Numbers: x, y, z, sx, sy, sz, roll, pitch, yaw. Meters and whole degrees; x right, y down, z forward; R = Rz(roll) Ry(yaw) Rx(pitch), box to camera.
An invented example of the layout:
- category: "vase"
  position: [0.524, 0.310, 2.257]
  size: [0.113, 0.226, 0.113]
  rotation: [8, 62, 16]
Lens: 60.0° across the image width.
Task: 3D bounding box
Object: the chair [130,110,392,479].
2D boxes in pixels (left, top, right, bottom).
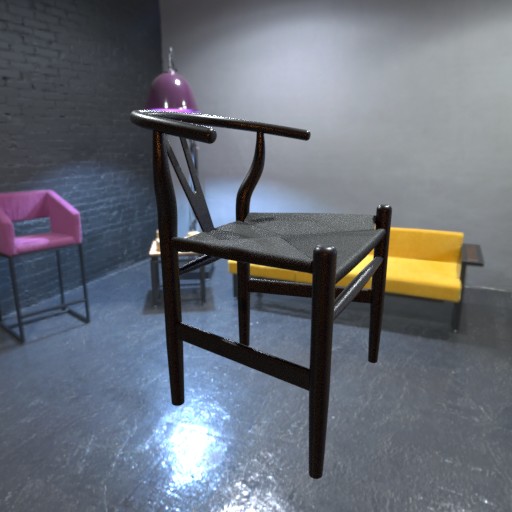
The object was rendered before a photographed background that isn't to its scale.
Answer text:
- category: "chair"
  position: [0.000, 0.000, 1.153]
  size: [0.579, 0.730, 0.569]
  rotation: [8, 17, 26]
